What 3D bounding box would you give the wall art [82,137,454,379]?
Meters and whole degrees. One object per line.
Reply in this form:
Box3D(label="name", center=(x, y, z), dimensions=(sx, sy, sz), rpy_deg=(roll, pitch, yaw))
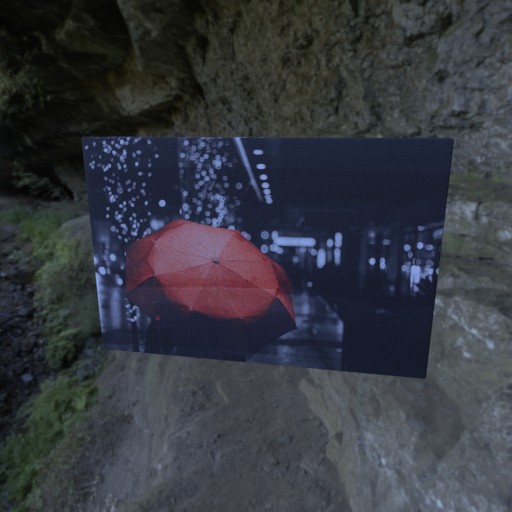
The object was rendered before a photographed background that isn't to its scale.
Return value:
Box3D(label="wall art", center=(0.000, 0.000, 0.787), dimensions=(0.609, 0.406, 0.037), rpy_deg=(3, 16, 10))
